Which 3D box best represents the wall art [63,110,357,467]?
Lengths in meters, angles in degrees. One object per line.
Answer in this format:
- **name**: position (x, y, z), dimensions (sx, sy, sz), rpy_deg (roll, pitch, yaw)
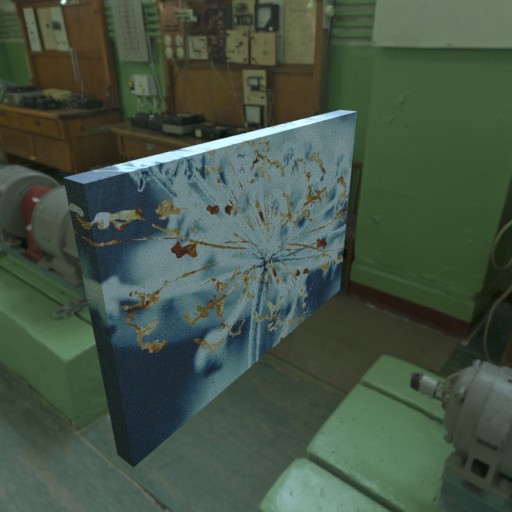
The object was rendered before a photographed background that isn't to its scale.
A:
- **wall art**: position (0.000, 0.000, 0.752), dimensions (0.036, 0.405, 0.607), rpy_deg (18, 32, 33)
